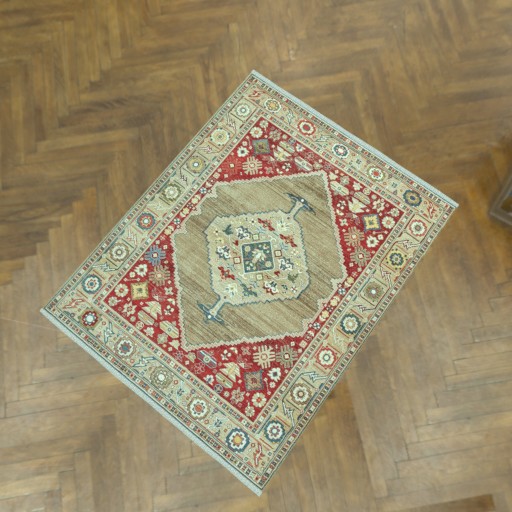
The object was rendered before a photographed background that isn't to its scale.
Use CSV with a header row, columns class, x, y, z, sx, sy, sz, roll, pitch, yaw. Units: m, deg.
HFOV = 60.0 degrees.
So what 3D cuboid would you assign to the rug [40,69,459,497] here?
class,x,y,z,sx,sy,sz,roll,pitch,yaw
rug,0.000,0.000,4.050,2.451,0.008,3.143,36,78,9
